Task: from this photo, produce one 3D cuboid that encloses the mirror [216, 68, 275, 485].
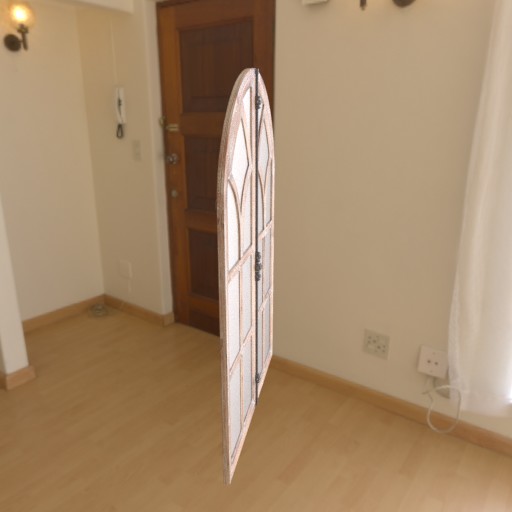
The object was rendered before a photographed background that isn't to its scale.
[{"bbox_3d":[0.000,0.000,1.169,0.032,0.915,0.609,3,17,11],"label":"mirror"}]
